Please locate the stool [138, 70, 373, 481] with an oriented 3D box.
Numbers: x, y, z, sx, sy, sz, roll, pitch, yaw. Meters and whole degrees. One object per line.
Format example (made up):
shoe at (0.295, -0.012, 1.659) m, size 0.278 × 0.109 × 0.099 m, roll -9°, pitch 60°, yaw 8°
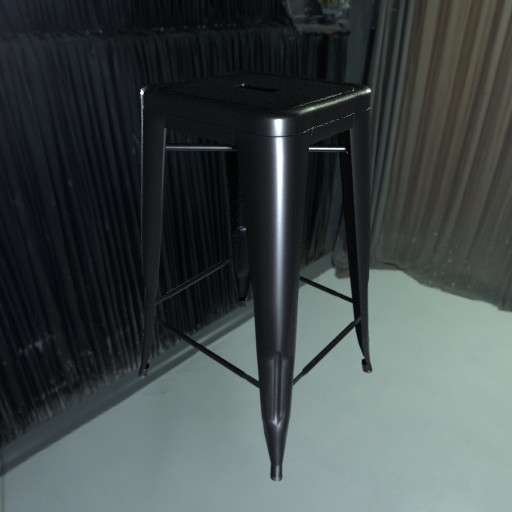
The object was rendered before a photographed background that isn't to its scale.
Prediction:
stool at (0.000, 0.000, 0.839) m, size 0.399 × 0.609 × 0.359 m, roll 23°, pitch 38°, yaw 33°
